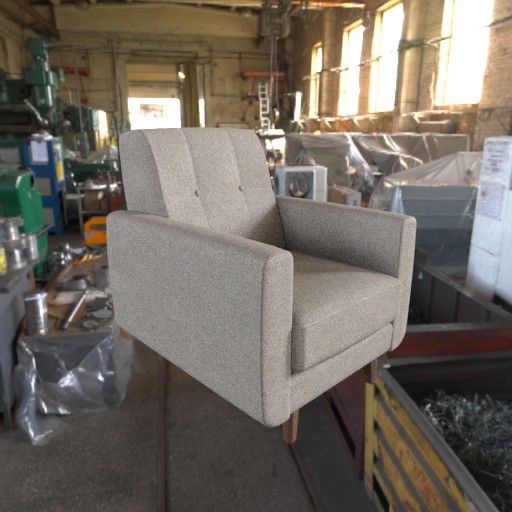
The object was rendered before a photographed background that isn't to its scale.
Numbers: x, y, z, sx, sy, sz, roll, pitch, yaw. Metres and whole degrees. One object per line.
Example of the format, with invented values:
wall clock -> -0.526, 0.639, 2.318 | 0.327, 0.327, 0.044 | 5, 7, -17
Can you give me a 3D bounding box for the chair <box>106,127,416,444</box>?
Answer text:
chair -> 0.000, 0.000, 1.725 | 0.845, 0.968, 0.942 | -15, 21, -43
